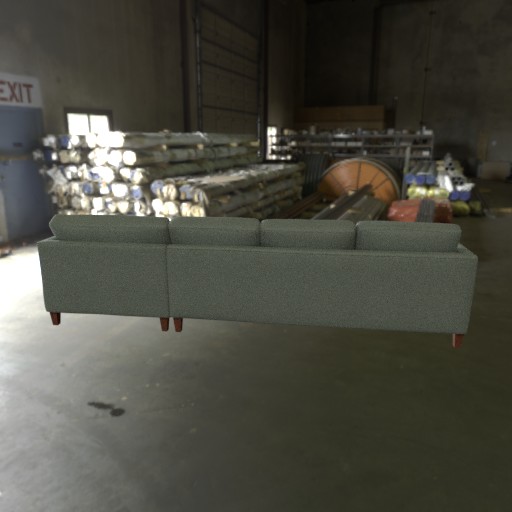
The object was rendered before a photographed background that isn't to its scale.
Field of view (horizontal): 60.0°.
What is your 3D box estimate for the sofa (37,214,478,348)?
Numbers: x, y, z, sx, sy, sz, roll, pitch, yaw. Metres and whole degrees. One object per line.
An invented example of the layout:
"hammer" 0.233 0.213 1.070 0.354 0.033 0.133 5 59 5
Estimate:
"sofa" 0.000 0.000 4.216 3.471 0.950 1.604 2 15 7
